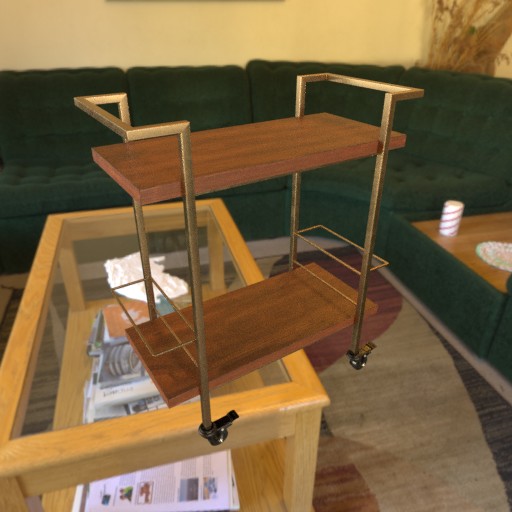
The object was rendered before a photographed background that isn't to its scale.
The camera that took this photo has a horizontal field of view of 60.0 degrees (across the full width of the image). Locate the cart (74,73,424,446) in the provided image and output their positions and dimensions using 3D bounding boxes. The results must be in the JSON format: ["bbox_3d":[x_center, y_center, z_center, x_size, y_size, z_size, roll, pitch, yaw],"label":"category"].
[{"bbox_3d":[0.000,0.000,1.155,0.695,0.807,0.364,-18,34,-28],"label":"cart"}]
